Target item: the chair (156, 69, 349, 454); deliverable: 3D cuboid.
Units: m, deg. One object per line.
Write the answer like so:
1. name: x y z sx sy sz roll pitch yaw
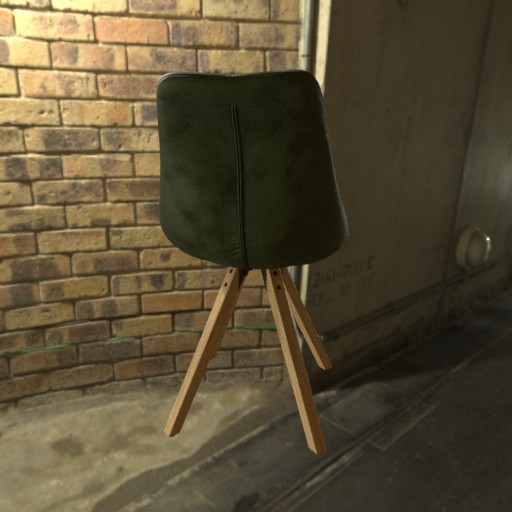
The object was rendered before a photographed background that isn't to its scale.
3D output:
1. chair: 0.000 0.000 1.196 0.483 0.865 0.547 3 15 9
